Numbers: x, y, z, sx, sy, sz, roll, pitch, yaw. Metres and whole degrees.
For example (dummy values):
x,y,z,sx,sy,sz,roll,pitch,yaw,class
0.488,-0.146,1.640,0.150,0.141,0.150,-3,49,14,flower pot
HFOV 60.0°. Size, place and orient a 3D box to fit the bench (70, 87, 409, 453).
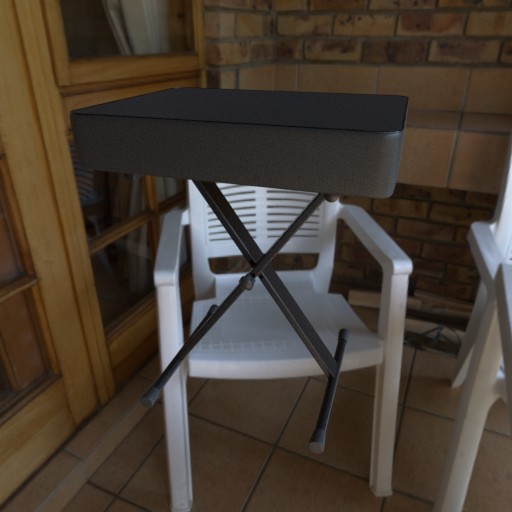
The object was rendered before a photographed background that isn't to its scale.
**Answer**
x,y,z,sx,sy,sz,roll,pitch,yaw,class
0.000,0.000,0.760,0.424,0.500,0.321,8,28,16,bench
